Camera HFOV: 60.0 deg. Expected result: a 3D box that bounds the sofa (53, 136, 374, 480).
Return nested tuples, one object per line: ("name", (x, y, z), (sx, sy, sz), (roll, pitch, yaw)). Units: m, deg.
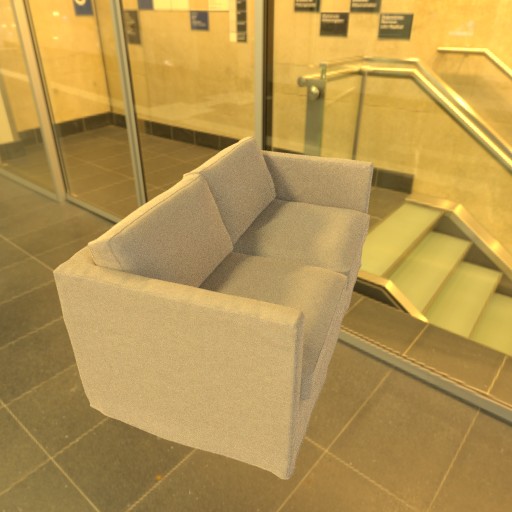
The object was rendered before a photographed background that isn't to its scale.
("sofa", (0.000, 0.000, 2.272), (0.962, 0.835, 1.719), (10, 31, 18))
